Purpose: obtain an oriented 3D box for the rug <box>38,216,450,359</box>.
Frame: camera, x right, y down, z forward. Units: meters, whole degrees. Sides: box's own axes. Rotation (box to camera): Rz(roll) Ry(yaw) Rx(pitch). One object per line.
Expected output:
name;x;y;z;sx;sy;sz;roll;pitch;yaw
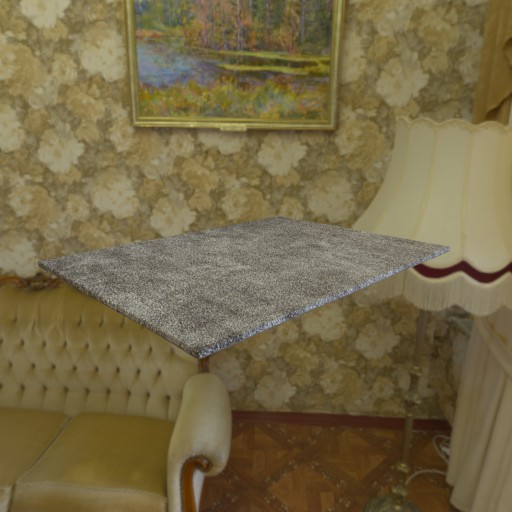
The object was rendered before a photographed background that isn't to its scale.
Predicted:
rug;0.000;0.000;2.133;1.601;0.025;1.198;-15;21;-42
